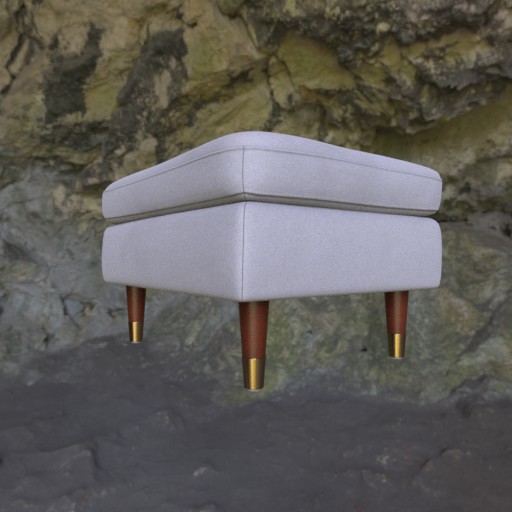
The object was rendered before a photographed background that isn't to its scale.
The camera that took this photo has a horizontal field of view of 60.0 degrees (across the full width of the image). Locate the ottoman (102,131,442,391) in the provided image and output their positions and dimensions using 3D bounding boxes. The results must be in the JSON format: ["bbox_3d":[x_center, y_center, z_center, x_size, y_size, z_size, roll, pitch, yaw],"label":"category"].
[{"bbox_3d":[0.000,0.000,1.124,0.593,0.478,0.747,0,0,-37],"label":"ottoman"}]
